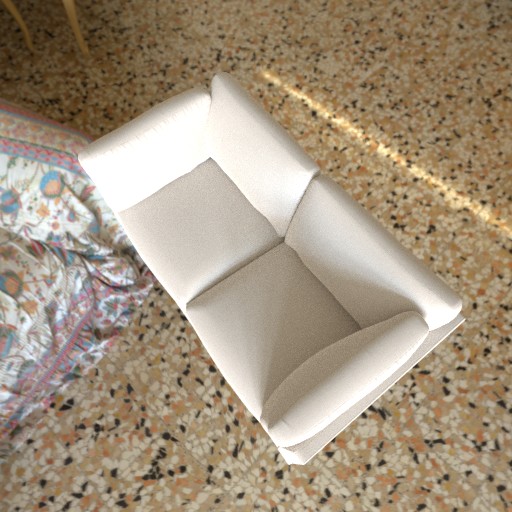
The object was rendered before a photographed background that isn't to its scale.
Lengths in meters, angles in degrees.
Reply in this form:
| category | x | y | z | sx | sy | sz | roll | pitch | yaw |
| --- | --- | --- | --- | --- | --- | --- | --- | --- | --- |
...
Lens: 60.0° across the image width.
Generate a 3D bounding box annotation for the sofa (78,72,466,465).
| category | x | y | z | sx | sy | sz | roll | pitch | yaw |
| --- | --- | --- | --- | --- | --- | --- | --- | --- | --- |
| sofa | 0.000 | 0.000 | 2.260 | 0.970 | 0.836 | 1.776 | -33 | 67 | -16 |
